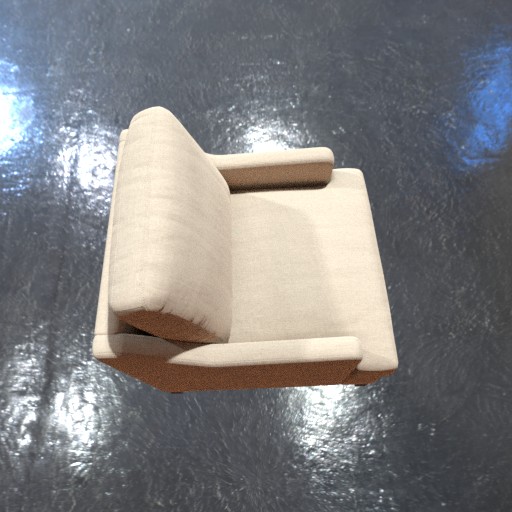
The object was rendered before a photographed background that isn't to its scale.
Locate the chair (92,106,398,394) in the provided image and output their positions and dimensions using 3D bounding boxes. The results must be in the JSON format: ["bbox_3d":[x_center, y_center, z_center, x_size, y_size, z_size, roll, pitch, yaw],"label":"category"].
[{"bbox_3d":[0.000,0.000,1.719,1.001,0.916,0.912,-2,63,-1],"label":"chair"}]
